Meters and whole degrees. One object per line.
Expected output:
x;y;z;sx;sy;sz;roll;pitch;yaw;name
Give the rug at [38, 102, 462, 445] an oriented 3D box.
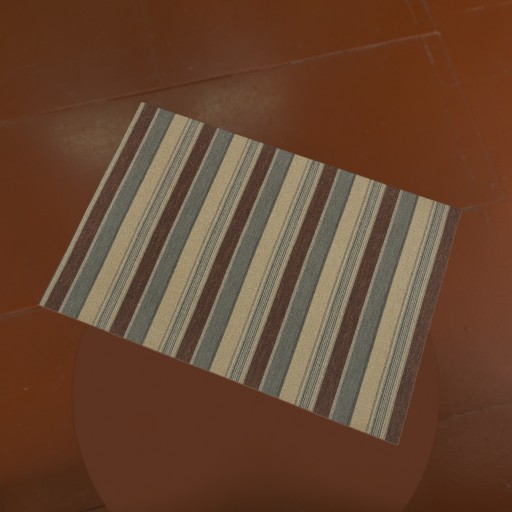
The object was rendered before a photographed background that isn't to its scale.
0.000;0.000;2.239;1.829;0.008;1.219;20;76;5;rug
